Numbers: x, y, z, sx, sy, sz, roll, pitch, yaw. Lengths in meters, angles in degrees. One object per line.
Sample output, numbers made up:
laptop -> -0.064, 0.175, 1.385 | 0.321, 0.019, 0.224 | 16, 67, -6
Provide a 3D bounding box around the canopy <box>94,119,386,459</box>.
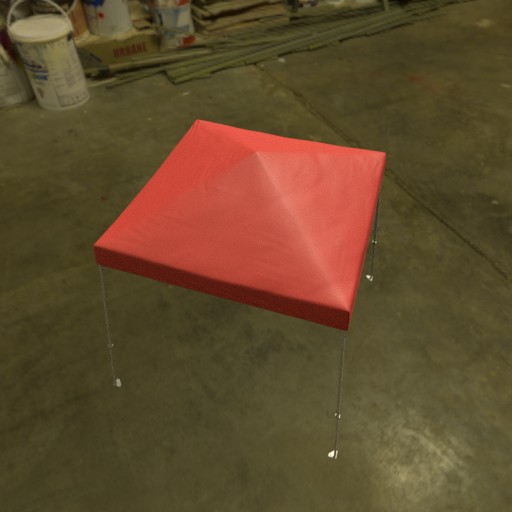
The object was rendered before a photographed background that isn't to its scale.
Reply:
canopy -> 0.000, 0.000, 5.196 | 2.848, 2.849, 2.849 | 14, 48, 13
